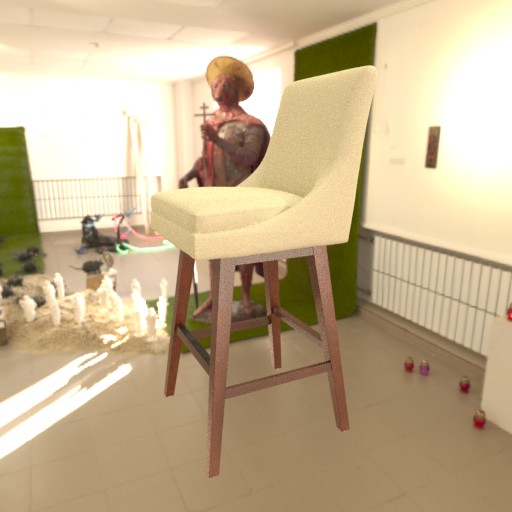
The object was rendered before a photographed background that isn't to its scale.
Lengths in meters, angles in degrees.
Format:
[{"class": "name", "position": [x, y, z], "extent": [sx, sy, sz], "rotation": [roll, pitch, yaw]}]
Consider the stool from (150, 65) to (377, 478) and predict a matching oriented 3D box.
[{"class": "stool", "position": [0.000, 0.000, 1.389], "extent": [0.559, 1.097, 0.470], "rotation": [-7, 16, -25]}]
